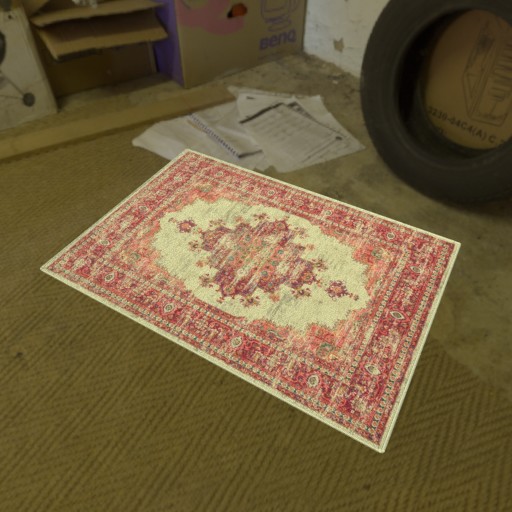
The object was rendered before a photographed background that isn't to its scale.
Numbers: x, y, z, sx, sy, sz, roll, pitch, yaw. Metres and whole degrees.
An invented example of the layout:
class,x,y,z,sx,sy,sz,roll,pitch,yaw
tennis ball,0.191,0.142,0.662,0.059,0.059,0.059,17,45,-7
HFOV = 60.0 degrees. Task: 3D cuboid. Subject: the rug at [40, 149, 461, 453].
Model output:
class,x,y,z,sx,sy,sz,roll,pitch,yaw
rug,0.000,0.000,2.229,1.747,0.011,1.217,23,51,20
